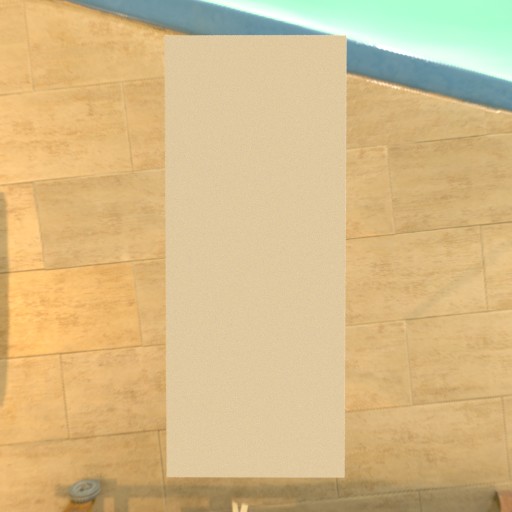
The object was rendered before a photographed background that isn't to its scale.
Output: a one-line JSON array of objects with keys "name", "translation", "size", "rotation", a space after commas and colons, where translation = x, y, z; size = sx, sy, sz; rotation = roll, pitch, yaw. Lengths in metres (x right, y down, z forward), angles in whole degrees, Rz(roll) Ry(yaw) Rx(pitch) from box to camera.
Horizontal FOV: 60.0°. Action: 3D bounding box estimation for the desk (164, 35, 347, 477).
[{"name": "desk", "translation": [0.000, 0.000, 1.761], "size": [0.559, 0.774, 1.372], "rotation": [0, 91, 0]}]
